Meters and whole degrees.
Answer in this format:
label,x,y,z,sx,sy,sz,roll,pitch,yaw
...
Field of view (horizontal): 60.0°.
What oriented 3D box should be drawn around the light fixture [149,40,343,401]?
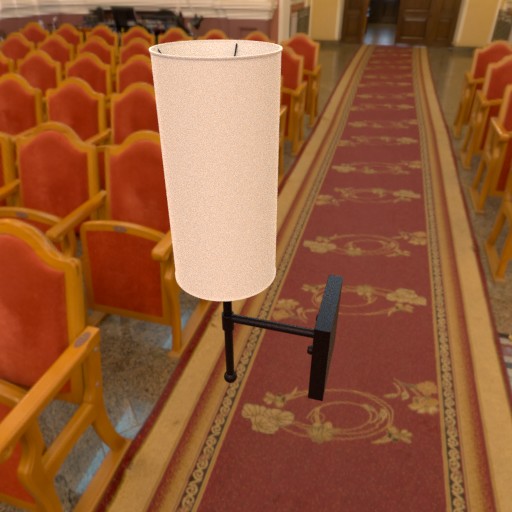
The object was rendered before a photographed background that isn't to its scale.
label,x,y,z,sx,sy,sz,roll,pitch,yaw
light fixture,0.000,0.000,0.542,0.208,0.462,0.128,9,33,14
